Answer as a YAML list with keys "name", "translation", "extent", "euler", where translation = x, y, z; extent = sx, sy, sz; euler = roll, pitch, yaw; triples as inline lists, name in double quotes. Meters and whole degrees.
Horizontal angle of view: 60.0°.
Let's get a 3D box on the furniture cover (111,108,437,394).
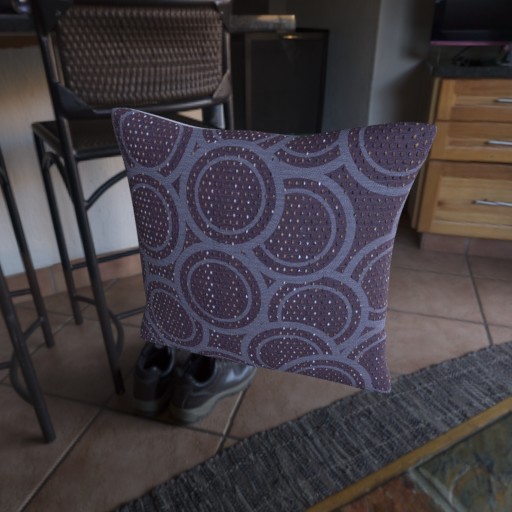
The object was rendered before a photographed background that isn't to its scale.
- name: "furniture cover"
  translation: [0.000, 0.000, 0.827]
  extent: [0.552, 0.509, 0.193]
  euler: [8, 27, 16]
